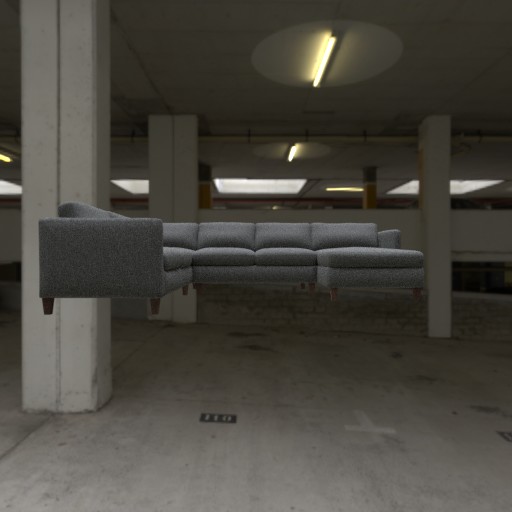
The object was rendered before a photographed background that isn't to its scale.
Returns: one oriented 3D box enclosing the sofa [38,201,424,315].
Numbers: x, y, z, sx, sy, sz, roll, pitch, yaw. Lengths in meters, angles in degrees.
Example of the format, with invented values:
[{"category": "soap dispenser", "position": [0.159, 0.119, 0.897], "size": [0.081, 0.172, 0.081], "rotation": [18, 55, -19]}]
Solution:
[{"category": "sofa", "position": [0.000, 0.000, 4.477], "size": [3.238, 0.853, 2.551], "rotation": [0, 0, -1]}]
